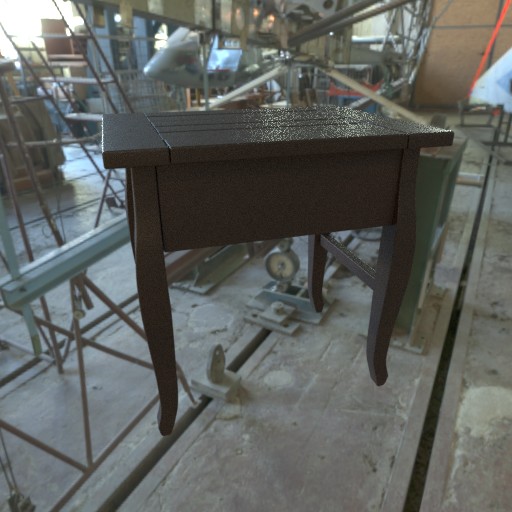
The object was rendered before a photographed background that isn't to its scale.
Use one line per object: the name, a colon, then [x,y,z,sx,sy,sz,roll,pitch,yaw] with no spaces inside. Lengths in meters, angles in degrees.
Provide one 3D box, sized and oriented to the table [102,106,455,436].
table: [0.000,0.000,1.033,0.602,0.605,0.460,-7,25,-16]
